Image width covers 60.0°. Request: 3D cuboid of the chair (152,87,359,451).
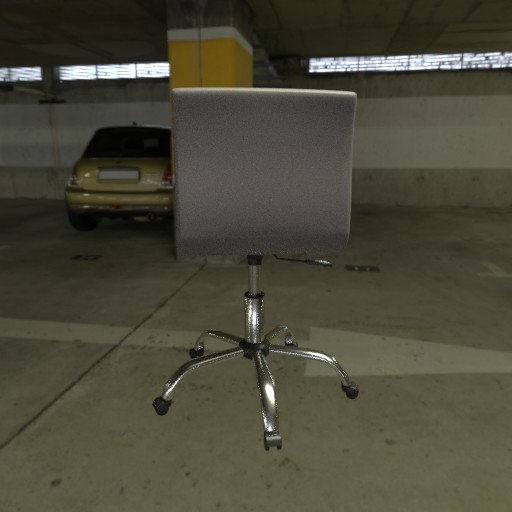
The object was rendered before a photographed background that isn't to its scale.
[{"bbox_3d":[0.000,0.000,1.148,0.556,0.780,0.530,-2,13,-8],"label":"chair"}]
